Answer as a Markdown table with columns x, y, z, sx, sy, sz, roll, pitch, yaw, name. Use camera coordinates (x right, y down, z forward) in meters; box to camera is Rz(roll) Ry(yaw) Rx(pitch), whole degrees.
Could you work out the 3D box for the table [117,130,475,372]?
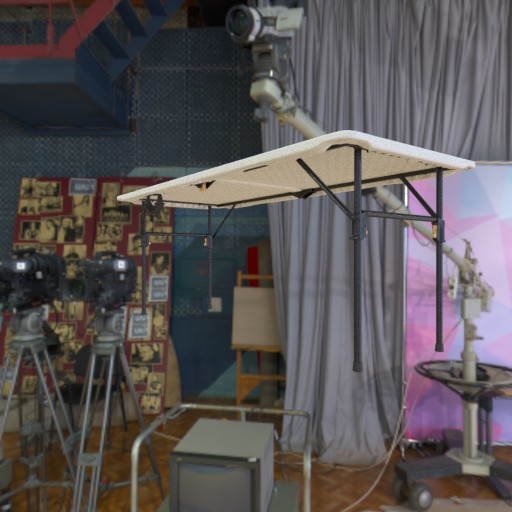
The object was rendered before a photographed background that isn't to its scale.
| x | y | z | sx | sy | sz | roll | pitch | yaw | name |
| --- | --- | --- | --- | --- | --- | --- | --- | --- | --- |
| 0.000 | 0.000 | 2.189 | 0.761 | 0.719 | 1.829 | 0 | 0 | -37 | table |
